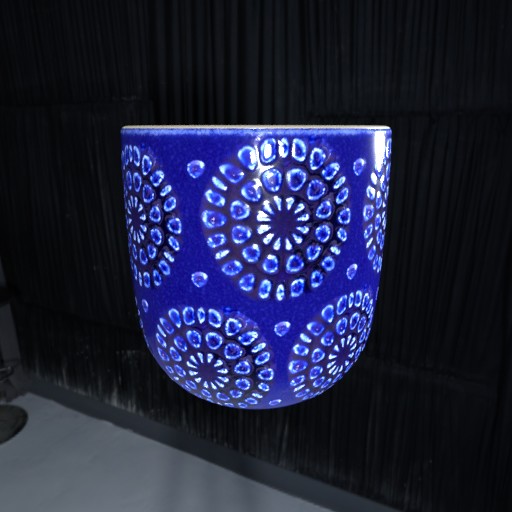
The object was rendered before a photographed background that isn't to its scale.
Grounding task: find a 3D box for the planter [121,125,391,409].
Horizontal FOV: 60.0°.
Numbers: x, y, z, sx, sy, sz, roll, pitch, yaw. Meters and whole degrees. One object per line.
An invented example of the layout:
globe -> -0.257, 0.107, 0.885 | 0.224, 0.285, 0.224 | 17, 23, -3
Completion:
planter -> 0.000, 0.000, 0.199 | 0.109, 0.112, 0.109 | 0, 16, 0
